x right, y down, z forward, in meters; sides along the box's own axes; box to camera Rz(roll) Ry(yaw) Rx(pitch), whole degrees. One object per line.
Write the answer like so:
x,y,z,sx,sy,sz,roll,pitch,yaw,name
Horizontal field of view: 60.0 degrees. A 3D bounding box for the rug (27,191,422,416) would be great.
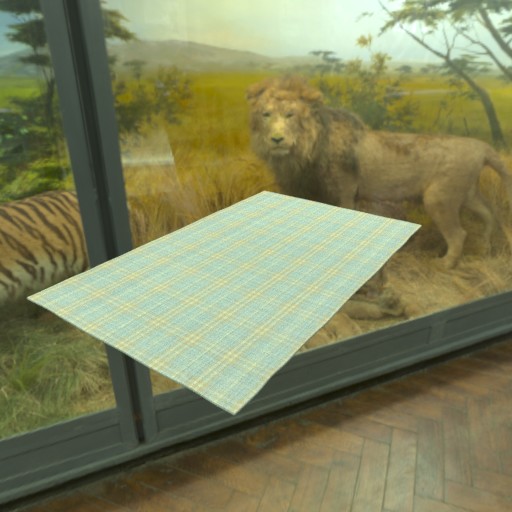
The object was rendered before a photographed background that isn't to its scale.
0.000,0.000,3.076,1.545,0.016,2.460,18,31,31,rug
